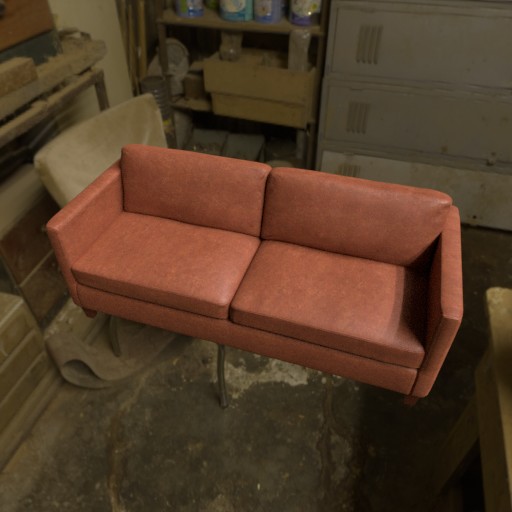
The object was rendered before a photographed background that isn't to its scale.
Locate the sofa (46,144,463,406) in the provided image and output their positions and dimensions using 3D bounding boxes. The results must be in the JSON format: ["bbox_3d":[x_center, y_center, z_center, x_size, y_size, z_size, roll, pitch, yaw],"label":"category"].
[{"bbox_3d":[0.000,0.000,2.697,2.204,0.932,0.950,12,42,14],"label":"sofa"}]
